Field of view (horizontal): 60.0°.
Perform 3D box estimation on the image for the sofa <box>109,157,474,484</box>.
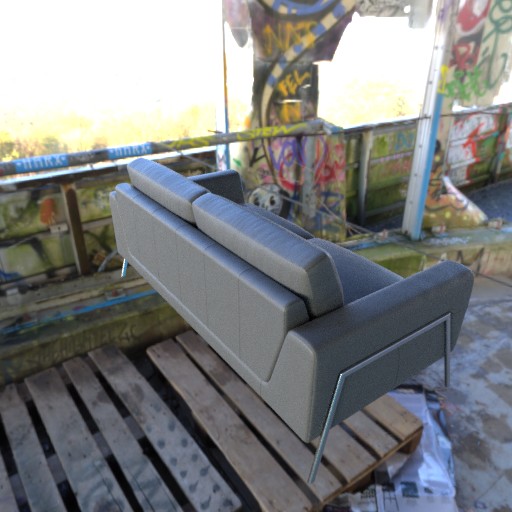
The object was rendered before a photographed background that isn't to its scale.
[{"bbox_3d":[0.000,0.000,2.485,0.953,0.875,2.017,-18,32,-31],"label":"sofa"}]
